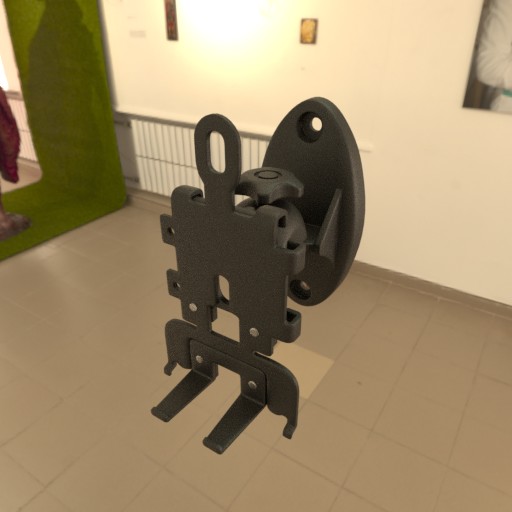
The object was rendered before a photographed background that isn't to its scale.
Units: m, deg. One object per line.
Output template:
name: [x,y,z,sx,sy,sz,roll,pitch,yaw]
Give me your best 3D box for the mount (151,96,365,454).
mount: [0.000,0.000,0.177,0.066,0.118,0.100,17,34,28]
